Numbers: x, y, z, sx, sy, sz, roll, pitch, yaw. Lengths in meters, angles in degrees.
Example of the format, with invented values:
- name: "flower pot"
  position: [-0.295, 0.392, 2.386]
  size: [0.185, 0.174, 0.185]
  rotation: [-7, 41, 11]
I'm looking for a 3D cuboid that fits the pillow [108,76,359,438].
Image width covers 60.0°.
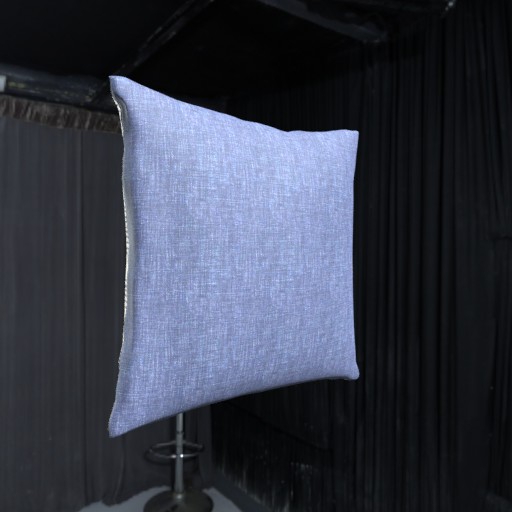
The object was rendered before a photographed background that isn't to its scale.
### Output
- name: "pillow"
  position: [0.000, 0.000, 0.768]
  size: [0.510, 0.510, 0.145]
  rotation: [-1, 1, -35]
